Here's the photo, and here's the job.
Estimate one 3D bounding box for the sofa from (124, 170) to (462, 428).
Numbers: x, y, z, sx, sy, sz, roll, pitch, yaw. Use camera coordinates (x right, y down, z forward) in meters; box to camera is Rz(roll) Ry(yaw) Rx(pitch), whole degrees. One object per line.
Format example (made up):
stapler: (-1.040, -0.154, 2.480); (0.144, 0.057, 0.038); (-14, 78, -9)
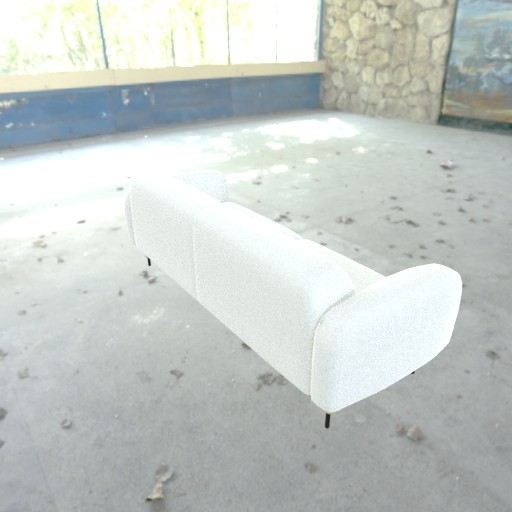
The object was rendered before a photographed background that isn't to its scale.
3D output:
sofa: (0.000, 0.000, 2.741); (0.870, 0.780, 2.280); (-18, 31, -32)
